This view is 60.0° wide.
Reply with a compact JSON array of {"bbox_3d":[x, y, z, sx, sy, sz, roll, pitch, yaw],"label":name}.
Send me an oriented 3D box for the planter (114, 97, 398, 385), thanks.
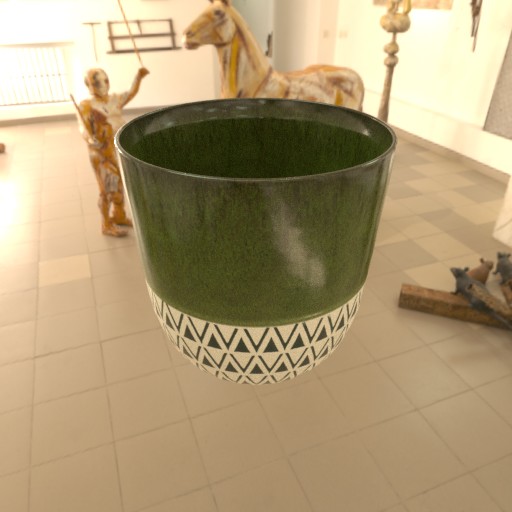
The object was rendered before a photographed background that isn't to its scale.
[{"bbox_3d":[0.000,0.000,0.468,0.245,0.270,0.245,0,32,0],"label":"planter"}]
